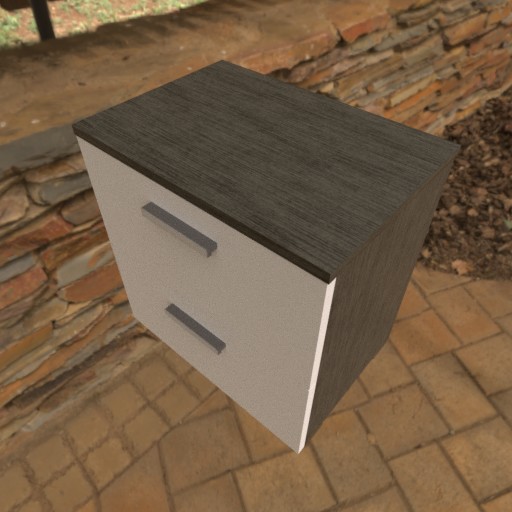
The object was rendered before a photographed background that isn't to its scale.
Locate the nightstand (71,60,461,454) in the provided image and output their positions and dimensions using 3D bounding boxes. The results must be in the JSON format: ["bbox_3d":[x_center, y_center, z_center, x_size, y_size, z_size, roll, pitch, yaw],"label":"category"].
[{"bbox_3d":[0.000,0.000,0.768,0.441,0.460,0.325,31,53,28],"label":"nightstand"}]
